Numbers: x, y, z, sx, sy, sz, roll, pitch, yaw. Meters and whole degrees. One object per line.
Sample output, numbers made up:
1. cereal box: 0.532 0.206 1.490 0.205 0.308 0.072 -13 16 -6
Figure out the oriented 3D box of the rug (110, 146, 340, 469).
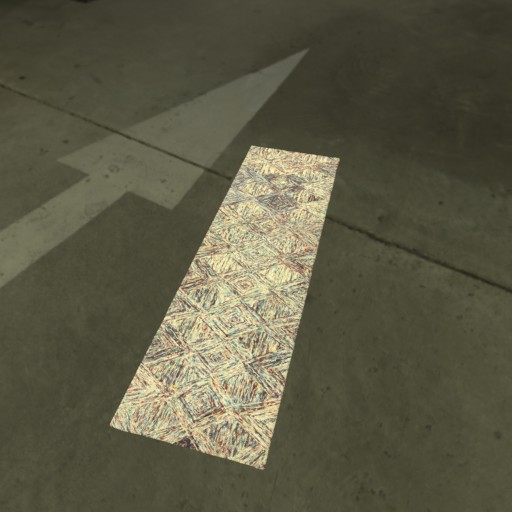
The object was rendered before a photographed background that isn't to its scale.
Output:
1. rug: 0.000 0.000 2.606 0.688 0.015 2.292 11 47 10
